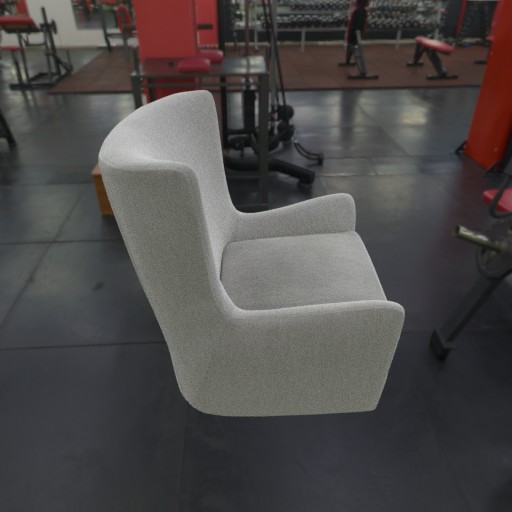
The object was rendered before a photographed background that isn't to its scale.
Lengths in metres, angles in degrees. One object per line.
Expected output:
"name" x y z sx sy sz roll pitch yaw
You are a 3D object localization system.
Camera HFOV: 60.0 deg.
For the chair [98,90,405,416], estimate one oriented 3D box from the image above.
"chair" 0.000 0.000 1.617 0.904 1.000 0.779 -1 33 -1
